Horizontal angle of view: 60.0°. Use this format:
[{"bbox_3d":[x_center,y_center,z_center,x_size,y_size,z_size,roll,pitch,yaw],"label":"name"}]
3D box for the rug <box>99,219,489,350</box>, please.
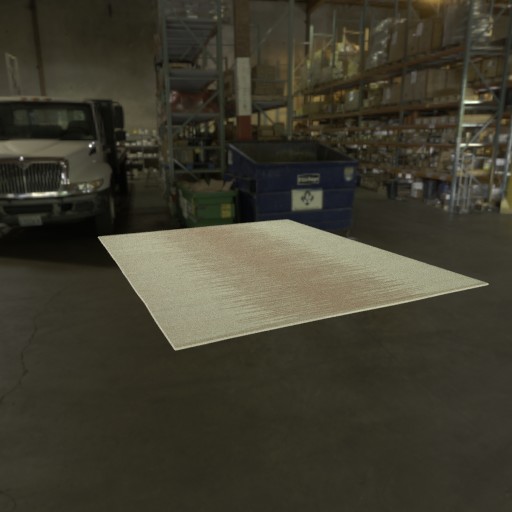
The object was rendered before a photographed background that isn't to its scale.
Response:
[{"bbox_3d":[0.000,0.000,4.154,2.438,0.013,3.048,-7,17,-25],"label":"rug"}]
